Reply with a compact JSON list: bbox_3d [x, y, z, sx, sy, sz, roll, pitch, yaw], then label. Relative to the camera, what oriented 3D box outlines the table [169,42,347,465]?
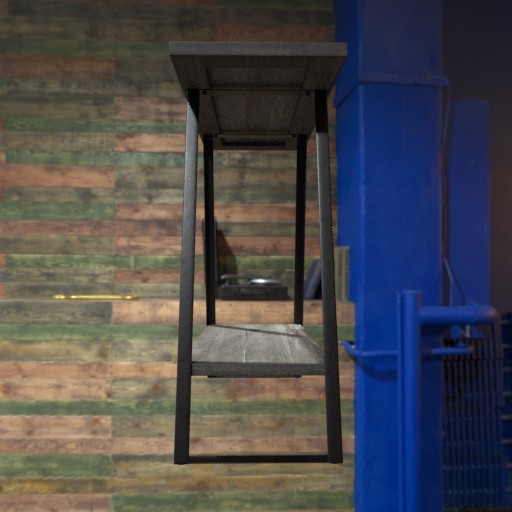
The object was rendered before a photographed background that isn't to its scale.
[{"bbox_3d":[0.000,0.000,1.032,0.300,0.701,0.599,0,-2,-1],"label":"table"}]
